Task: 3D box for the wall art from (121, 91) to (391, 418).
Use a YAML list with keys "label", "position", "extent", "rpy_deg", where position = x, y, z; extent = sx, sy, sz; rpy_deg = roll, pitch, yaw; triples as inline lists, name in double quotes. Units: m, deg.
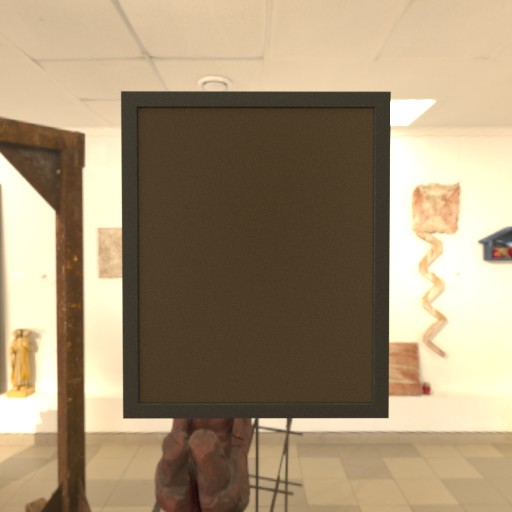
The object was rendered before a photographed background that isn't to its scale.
- label: "wall art"
  position: [0.000, 0.000, 0.768]
  extent: [0.457, 0.558, 0.028]
  rpy_deg: [0, 1, 0]
